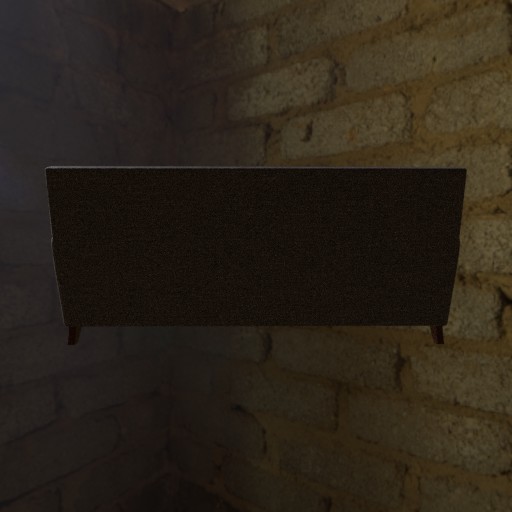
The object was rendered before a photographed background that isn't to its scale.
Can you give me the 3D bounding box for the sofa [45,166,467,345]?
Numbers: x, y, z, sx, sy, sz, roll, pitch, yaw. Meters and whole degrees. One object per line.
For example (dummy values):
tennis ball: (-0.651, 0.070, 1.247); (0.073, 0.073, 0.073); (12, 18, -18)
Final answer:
sofa: (0.000, 0.000, 2.440); (1.976, 0.846, 0.875); (0, 2, -1)
